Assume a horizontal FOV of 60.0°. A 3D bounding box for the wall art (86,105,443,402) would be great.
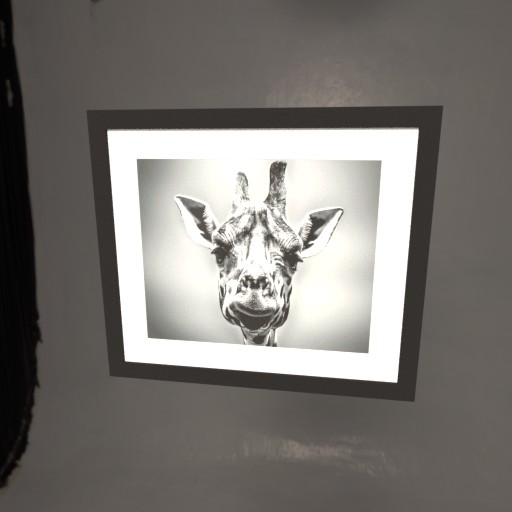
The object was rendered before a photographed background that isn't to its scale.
[{"bbox_3d":[0.000,0.000,0.523,0.381,0.330,0.031,2,14,9],"label":"wall art"}]
